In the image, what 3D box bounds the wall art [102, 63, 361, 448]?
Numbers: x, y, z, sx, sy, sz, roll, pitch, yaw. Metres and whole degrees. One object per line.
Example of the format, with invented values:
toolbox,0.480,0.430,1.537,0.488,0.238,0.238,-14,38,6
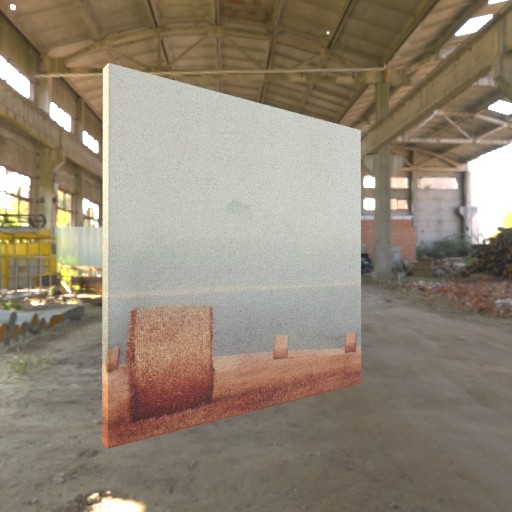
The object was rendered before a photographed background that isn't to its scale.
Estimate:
wall art,0.000,0.000,0.596,0.405,0.405,0.023,0,-1,-37
